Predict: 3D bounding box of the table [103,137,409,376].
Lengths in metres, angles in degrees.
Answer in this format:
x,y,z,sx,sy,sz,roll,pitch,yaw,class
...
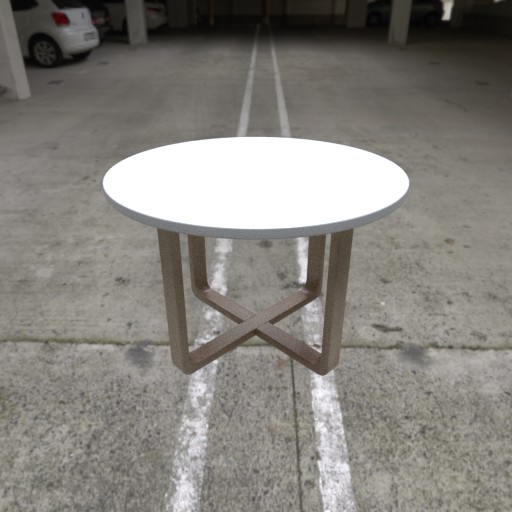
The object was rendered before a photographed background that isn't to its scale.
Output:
x,y,z,sx,sy,sz,roll,pitch,yaw,class
0.000,0.000,0.998,0.600,0.400,0.600,0,27,0,table
